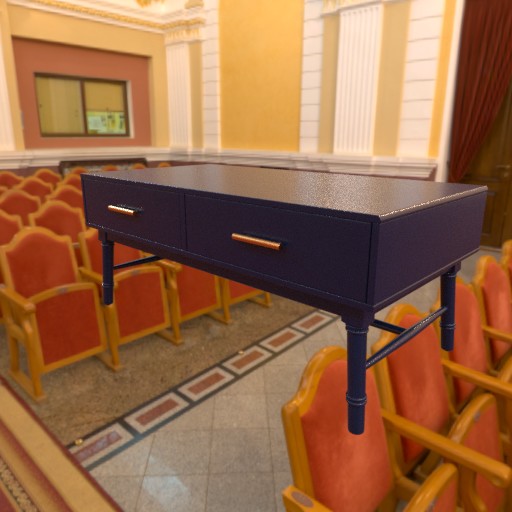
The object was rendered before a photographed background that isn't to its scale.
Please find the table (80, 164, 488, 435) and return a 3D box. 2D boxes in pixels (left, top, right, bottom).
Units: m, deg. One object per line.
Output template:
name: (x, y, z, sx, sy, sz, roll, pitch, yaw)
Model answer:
table: (0.000, 0.000, 1.328, 1.067, 0.457, 0.572, 15, 21, 41)
